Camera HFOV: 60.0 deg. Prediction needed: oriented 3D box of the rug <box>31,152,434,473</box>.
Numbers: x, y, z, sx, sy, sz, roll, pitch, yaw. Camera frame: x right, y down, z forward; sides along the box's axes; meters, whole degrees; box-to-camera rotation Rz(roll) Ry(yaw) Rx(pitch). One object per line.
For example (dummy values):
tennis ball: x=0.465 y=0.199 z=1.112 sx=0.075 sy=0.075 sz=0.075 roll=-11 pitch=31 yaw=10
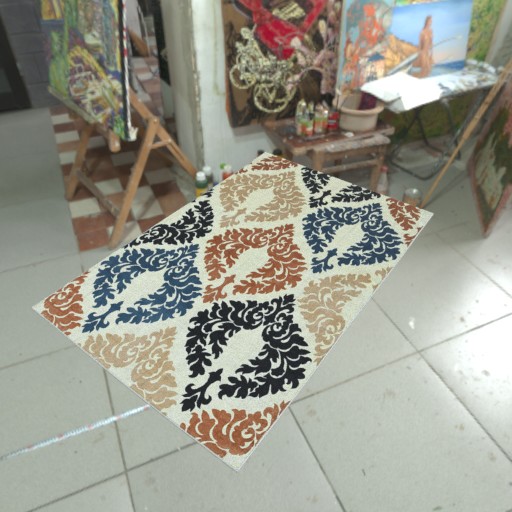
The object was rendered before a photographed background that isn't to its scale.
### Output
rug: x=0.000 y=0.000 z=2.858 sx=1.514 sy=0.014 sz=2.275 roll=27 pitch=48 yaw=27
